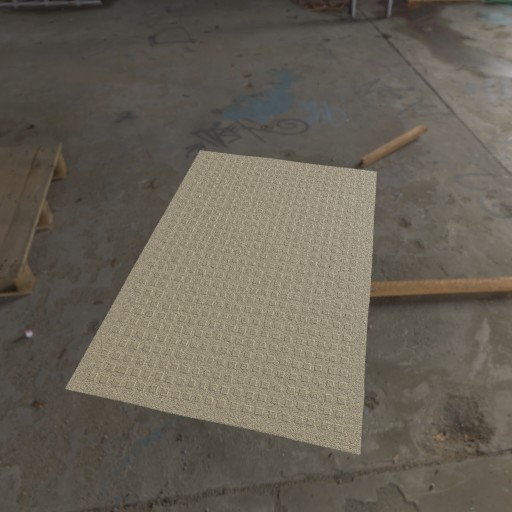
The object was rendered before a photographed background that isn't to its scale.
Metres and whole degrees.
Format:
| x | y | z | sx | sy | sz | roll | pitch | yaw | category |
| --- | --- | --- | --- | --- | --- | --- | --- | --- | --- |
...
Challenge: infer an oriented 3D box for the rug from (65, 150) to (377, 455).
| x | y | z | sx | sy | sz | roll | pitch | yaw | category |
| --- | --- | --- | --- | --- | --- | --- | --- | --- | --- |
| 0.000 | 0.000 | 2.237 | 1.143 | 0.006 | 1.747 | 9 | 46 | 9 | rug |
